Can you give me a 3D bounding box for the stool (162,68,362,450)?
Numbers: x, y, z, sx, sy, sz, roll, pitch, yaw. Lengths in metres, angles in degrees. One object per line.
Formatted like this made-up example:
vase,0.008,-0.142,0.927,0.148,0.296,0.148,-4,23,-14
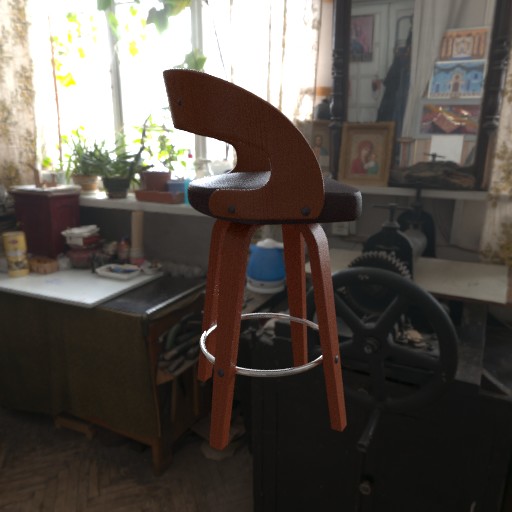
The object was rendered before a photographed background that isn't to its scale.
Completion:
stool,0.000,0.000,1.224,0.457,0.940,0.457,-4,16,-12
